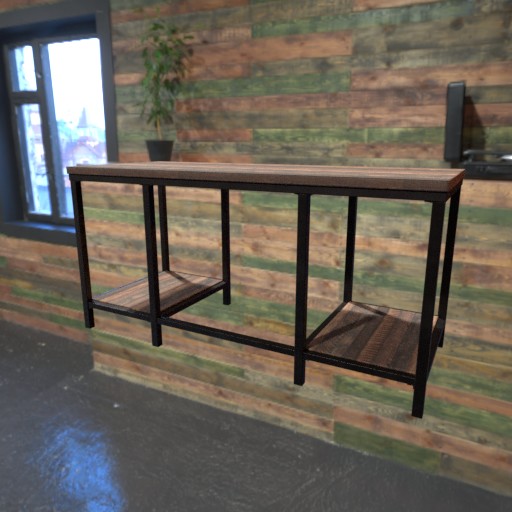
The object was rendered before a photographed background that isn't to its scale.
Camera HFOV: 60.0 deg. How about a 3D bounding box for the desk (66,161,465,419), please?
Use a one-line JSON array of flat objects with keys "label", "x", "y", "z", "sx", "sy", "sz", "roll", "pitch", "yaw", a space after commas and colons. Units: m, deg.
[{"label": "desk", "x": 0.000, "y": 0.000, "z": 1.927, "sx": 1.538, "sy": 0.753, "sz": 0.617, "roll": 8, "pitch": 16, "yaw": 27}]
